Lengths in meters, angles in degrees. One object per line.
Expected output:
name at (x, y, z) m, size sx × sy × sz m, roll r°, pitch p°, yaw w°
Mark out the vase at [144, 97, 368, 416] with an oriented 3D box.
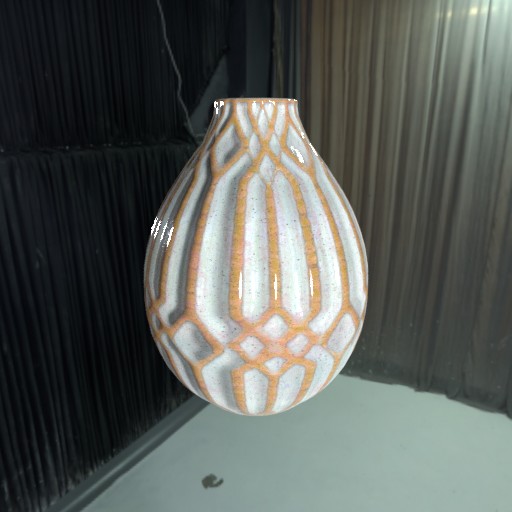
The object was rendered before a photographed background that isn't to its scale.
vase at (0.000, 0.000, 0.262) m, size 0.131 × 0.175 × 0.131 m, roll 0°, pitch 17°, yaw 0°
